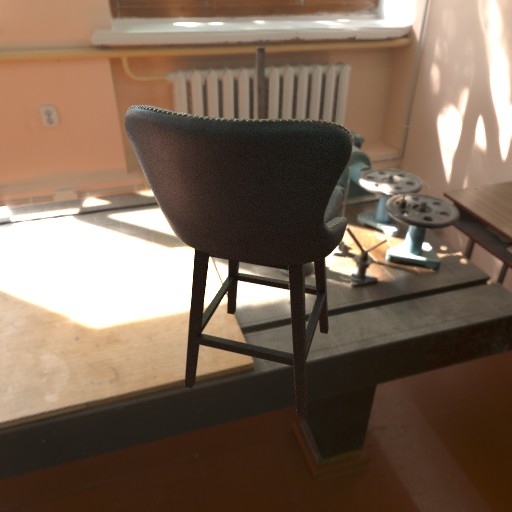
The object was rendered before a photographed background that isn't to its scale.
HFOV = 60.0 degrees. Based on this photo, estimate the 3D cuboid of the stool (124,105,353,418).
[{"bbox_3d":[0.000,0.000,1.344,0.528,0.971,0.593,10,33,15],"label":"stool"}]
